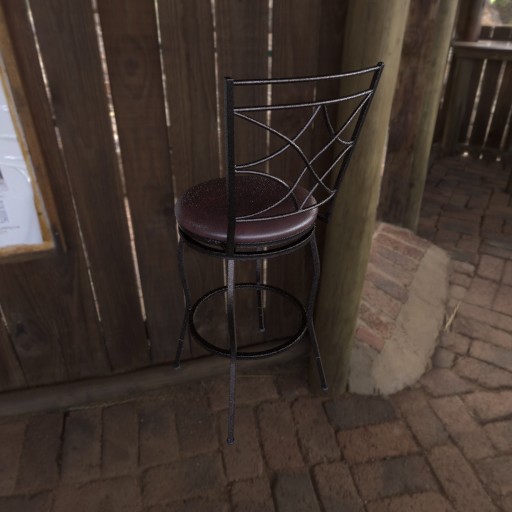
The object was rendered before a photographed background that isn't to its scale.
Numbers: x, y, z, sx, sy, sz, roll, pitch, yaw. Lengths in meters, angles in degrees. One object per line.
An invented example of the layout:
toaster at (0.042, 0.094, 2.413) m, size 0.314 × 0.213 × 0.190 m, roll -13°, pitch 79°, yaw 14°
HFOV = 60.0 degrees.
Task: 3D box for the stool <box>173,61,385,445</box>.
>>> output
stool at (0.000, 0.000, 1.368) m, size 0.434 × 1.117 × 0.534 m, roll -19°, pitch 35°, yaw -29°
